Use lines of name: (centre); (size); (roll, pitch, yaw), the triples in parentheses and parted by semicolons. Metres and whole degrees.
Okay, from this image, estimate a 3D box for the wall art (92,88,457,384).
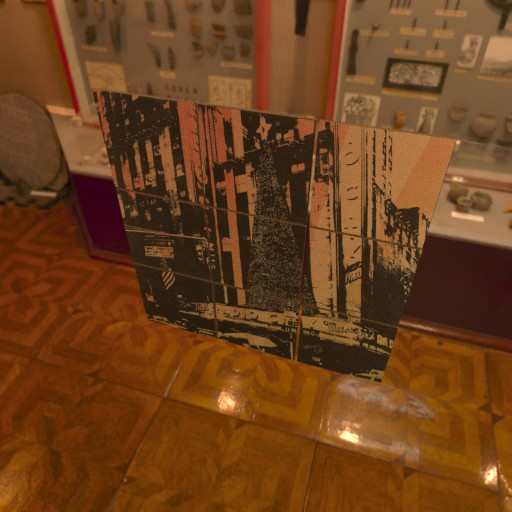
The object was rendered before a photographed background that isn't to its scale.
wall art: (0.000, 0.000, 1.364); (0.919, 0.917, 0.010); (13, 42, 14)
